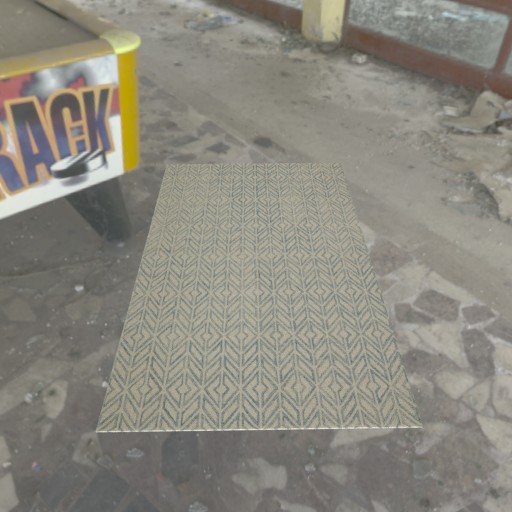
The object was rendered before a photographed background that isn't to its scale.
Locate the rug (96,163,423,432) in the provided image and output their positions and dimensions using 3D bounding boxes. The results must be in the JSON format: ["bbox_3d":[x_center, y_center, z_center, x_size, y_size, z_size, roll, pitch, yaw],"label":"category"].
[{"bbox_3d":[0.000,0.000,2.979,1.526,0.008,2.441,-1,42,-1],"label":"rug"}]
